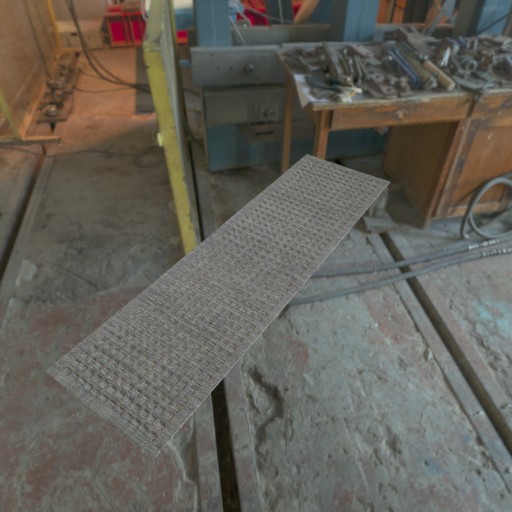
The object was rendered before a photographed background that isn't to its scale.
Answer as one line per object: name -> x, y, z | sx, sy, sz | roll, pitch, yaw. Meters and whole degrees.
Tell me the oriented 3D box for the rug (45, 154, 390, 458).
rug -> 0.000, 0.000, 2.658 | 0.706, 0.009, 2.443 | 25, 48, 25
